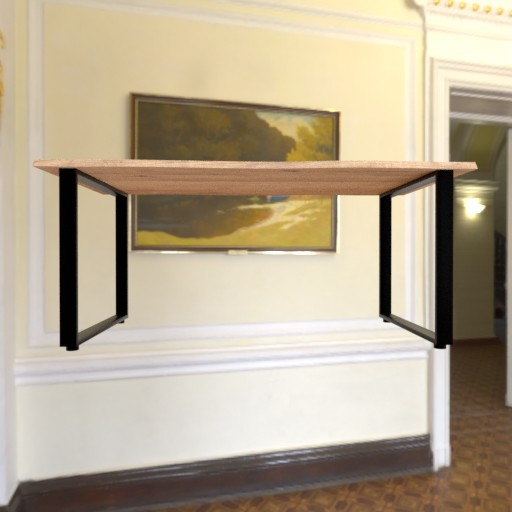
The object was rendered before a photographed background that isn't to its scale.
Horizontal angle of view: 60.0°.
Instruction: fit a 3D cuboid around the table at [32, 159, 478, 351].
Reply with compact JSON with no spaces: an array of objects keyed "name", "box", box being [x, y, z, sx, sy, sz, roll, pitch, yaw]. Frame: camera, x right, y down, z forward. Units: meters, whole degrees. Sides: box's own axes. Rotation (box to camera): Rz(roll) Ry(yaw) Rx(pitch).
[{"name":"table","box":[0.000,0.000,2.232,1.800,0.780,0.900,0,1,-1]}]
